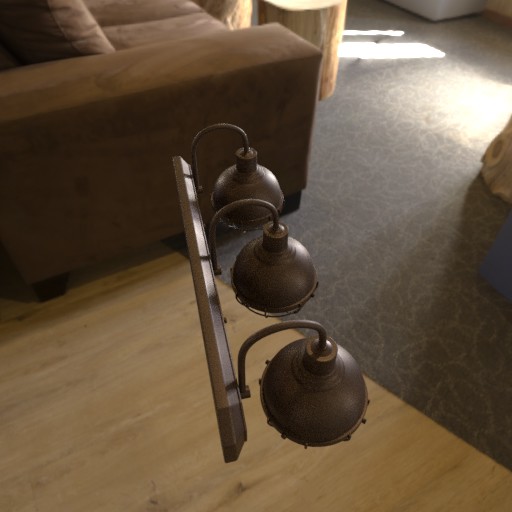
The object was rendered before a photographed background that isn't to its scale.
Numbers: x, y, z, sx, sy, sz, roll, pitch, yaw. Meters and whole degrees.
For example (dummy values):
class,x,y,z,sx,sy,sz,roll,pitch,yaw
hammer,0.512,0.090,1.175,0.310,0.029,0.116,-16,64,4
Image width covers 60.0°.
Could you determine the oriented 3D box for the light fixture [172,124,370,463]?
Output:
class,x,y,z,sx,sy,sz,roll,pitch,yaw
light fixture,0.000,0.000,0.777,0.229,0.254,0.634,-9,46,-9
